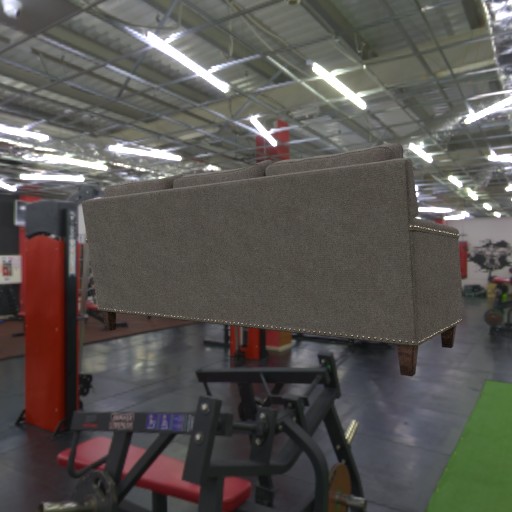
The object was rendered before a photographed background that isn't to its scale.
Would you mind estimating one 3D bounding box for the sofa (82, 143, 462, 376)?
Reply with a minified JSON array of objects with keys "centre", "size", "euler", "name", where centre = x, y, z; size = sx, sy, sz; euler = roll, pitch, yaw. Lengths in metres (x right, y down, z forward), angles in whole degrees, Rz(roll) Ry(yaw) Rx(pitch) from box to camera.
[{"centre":[0.000,0.000,2.792],"size":[2.226,1.042,1.034],"euler":[0,0,36],"name":"sofa"}]
